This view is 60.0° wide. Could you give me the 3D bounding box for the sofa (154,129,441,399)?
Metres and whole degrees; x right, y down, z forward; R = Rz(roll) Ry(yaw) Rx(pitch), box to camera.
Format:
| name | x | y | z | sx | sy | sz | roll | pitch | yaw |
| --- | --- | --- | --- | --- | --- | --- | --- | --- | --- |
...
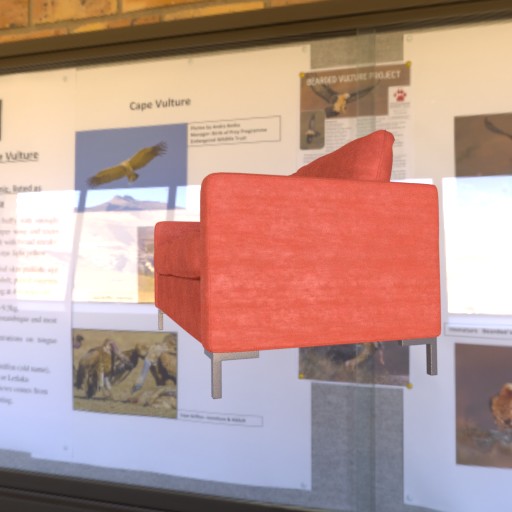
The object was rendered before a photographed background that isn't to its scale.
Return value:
| name | x | y | z | sx | sy | sz | roll | pitch | yaw |
| --- | --- | --- | --- | --- | --- | --- | --- | --- | --- |
| sofa | 0.000 | 0.000 | 2.150 | 0.864 | 0.896 | 1.574 | 0 | -1 | -18 |
